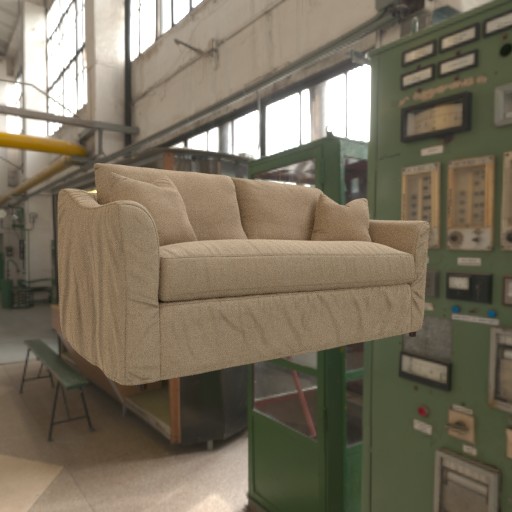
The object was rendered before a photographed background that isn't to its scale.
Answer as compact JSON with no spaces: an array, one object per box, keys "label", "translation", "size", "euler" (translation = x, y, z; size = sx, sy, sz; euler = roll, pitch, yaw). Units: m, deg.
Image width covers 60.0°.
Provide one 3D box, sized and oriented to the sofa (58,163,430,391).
[{"label":"sofa","translation":[0.000,0.000,2.637],"size":[2.010,1.018,1.072],"euler":[-1,2,-36]}]
